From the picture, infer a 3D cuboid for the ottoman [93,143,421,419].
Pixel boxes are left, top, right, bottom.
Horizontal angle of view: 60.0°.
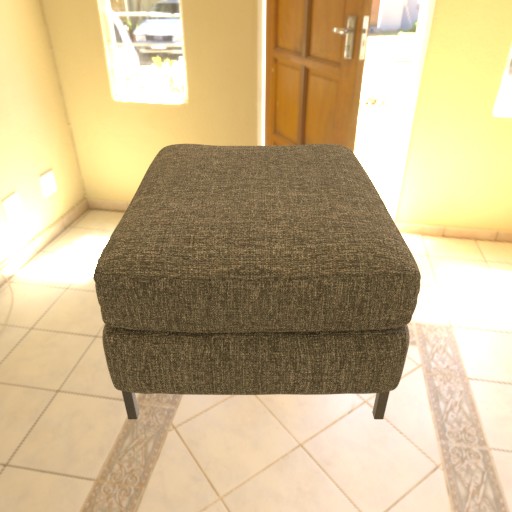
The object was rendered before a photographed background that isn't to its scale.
[{"bbox_3d":[0.000,0.000,1.250,0.683,0.480,0.828,0,32,0],"label":"ottoman"}]
